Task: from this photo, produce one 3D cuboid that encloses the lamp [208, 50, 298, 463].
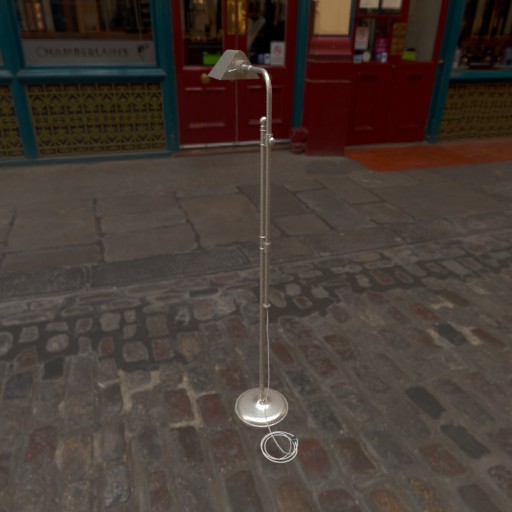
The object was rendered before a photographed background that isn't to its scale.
[{"bbox_3d":[0.000,0.000,1.881,0.256,1.571,0.813,-8,27,-17],"label":"lamp"}]
